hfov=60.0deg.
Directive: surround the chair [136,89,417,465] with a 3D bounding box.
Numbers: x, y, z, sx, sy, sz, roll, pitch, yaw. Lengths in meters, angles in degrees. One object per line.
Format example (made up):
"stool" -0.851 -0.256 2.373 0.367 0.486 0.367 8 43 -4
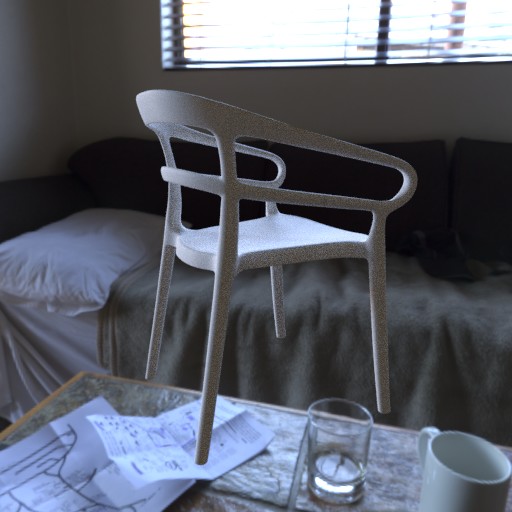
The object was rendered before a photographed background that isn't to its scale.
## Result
"chair" 0.000 0.000 1.123 0.527 0.761 0.559 -8 17 -28
